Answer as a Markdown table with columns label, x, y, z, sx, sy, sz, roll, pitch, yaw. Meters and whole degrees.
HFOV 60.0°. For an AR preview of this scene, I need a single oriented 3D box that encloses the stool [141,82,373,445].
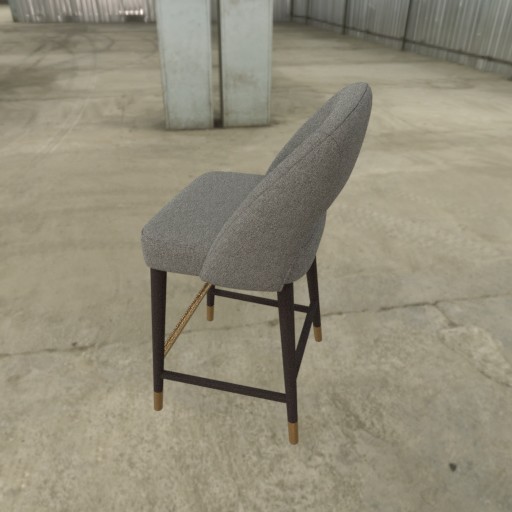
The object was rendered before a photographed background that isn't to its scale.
| label | x | y | z | sx | sy | sz | roll | pitch | yaw |
| --- | --- | --- | --- | --- | --- | --- | --- | --- | --- |
| stool | 0.000 | 0.000 | 1.246 | 0.524 | 0.925 | 0.536 | 8 | 32 | 14 |
